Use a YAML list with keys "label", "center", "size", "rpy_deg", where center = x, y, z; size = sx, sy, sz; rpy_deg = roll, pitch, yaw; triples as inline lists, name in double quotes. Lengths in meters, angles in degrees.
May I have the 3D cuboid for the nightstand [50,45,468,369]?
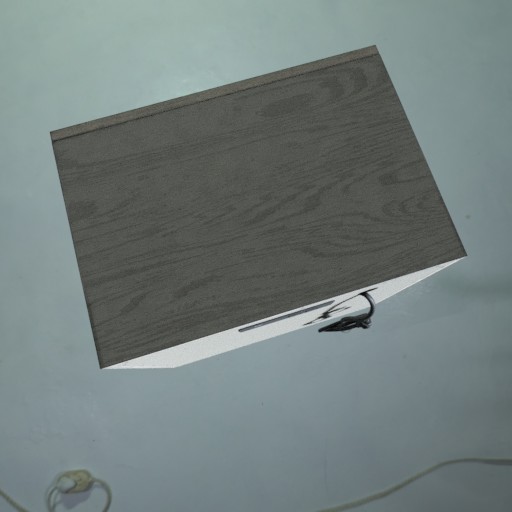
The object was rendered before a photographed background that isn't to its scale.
- label: "nightstand"
  center: [0.000, 0.000, 1.068]
  size: [0.612, 0.673, 0.483]
  rpy_deg: [-17, 77, -4]
